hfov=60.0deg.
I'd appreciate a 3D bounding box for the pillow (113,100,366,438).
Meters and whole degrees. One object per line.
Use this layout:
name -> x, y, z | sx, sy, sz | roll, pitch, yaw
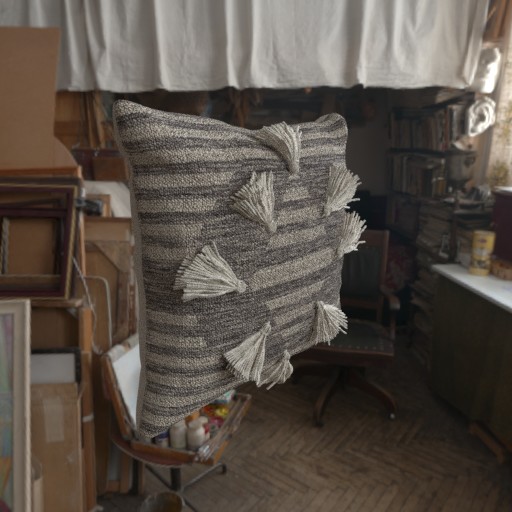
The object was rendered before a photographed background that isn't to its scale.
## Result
pillow -> 0.000, 0.000, 0.766 | 0.234, 0.490, 0.484 | 15, 21, 42
